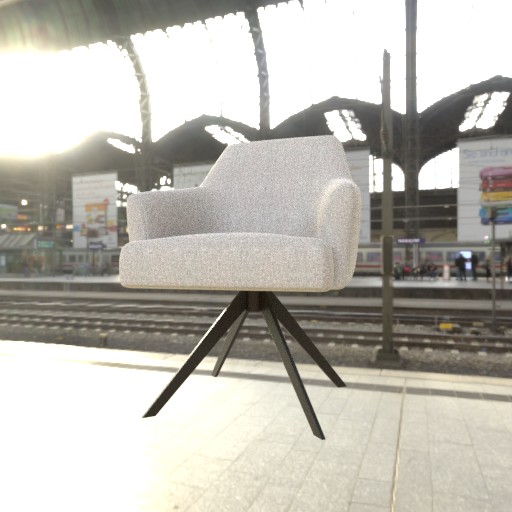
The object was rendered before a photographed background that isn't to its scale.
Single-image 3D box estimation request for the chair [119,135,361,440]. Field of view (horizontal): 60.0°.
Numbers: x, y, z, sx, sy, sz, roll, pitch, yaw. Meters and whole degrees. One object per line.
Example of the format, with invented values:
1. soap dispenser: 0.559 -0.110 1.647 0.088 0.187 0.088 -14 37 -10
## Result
1. chair: 0.000 0.000 1.355 0.642 0.874 0.677 0 -1 18
